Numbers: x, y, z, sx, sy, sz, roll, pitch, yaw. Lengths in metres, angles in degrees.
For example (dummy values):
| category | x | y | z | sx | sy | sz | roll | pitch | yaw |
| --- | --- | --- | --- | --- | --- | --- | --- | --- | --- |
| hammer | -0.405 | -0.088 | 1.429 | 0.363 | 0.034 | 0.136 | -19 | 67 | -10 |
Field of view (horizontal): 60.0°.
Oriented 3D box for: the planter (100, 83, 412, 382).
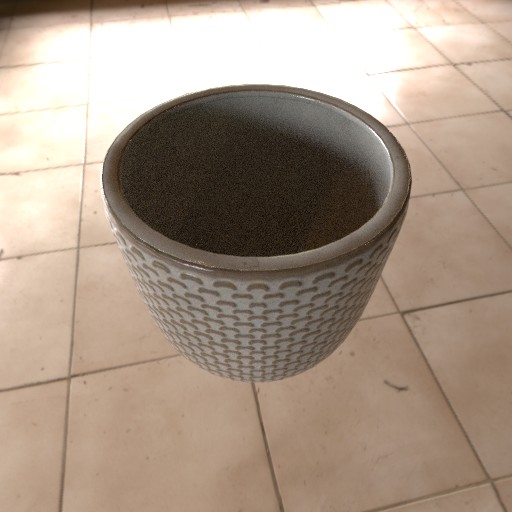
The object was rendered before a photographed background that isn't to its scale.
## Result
| category | x | y | z | sx | sy | sz | roll | pitch | yaw |
| --- | --- | --- | --- | --- | --- | --- | --- | --- | --- |
| planter | 0.000 | 0.000 | 0.352 | 0.197 | 0.191 | 0.197 | 0 | 48 | 0 |
